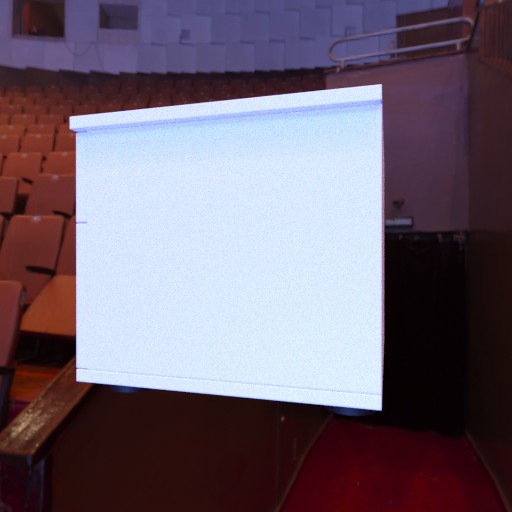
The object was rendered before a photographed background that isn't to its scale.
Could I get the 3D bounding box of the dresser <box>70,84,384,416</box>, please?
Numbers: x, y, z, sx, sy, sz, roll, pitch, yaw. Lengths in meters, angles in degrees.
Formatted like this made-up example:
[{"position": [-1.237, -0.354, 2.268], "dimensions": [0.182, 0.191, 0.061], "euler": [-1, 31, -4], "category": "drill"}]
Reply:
[{"position": [0.000, 0.000, 0.724], "dimensions": [0.400, 0.360, 0.430], "euler": [0, 0, 16], "category": "dresser"}]
